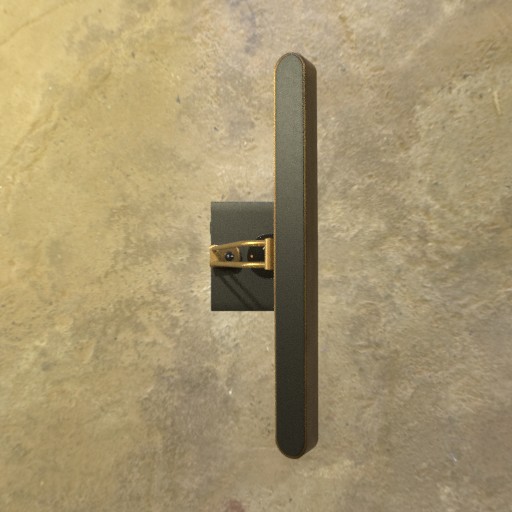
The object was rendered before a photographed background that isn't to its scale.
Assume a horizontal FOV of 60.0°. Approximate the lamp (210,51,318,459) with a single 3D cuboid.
[{"bbox_3d":[0.000,0.000,0.605,0.156,0.345,0.412,0,89,0],"label":"lamp"}]
